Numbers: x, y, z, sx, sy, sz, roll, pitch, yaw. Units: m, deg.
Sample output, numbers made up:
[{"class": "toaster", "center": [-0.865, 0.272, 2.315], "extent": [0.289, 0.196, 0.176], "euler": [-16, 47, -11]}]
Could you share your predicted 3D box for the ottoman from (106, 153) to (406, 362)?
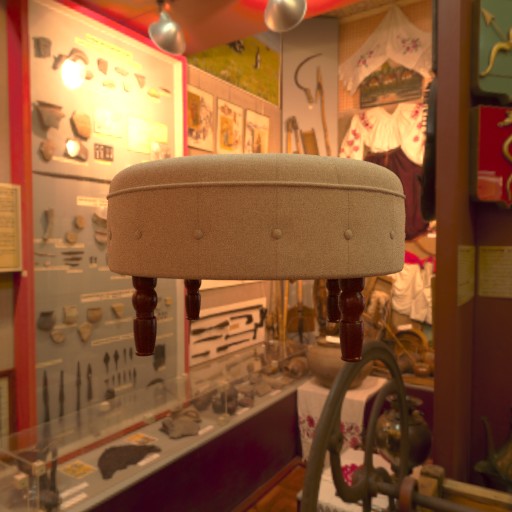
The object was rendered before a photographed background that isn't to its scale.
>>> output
[{"class": "ottoman", "center": [0.000, 0.000, 1.331], "extent": [0.849, 0.478, 0.849], "euler": [0, 2, 0]}]
